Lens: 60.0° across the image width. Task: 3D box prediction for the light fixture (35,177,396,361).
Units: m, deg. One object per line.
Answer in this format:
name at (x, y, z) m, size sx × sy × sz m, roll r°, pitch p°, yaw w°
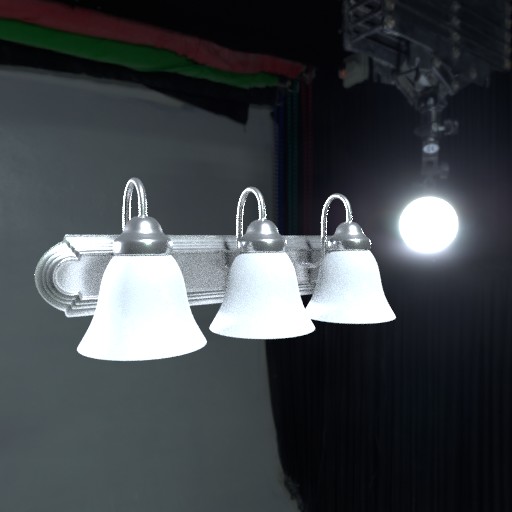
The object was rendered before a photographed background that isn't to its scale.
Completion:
light fixture at (0.000, 0.000, 0.706) m, size 0.610 × 0.222 × 0.199 m, roll -2°, pitch 3°, yaw -35°
